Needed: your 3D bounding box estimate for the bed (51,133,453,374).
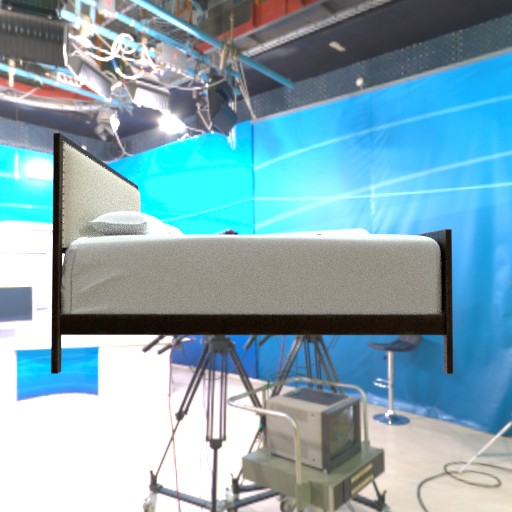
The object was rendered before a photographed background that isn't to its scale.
[{"bbox_3d":[0.000,0.000,3.216,2.221,1.313,1.607,0,-1,0],"label":"bed"}]
